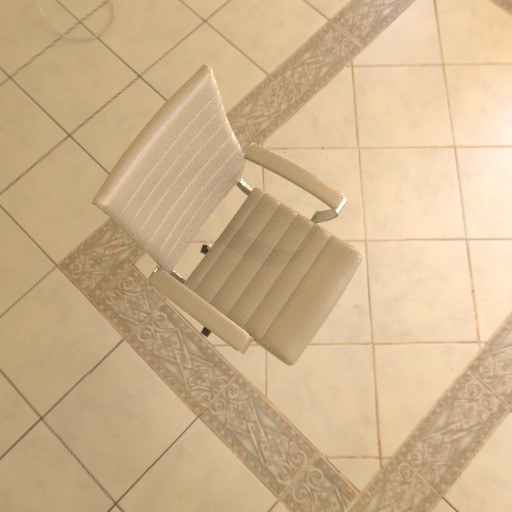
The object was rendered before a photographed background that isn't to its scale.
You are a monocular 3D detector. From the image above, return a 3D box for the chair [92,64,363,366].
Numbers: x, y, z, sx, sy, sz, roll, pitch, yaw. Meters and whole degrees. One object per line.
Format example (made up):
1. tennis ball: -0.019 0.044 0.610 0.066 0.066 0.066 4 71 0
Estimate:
1. chair: 0.000 0.000 1.567 0.667 1.149 0.679 34 79 7
